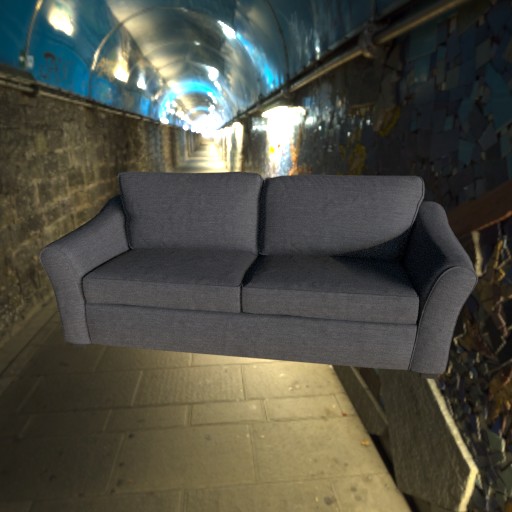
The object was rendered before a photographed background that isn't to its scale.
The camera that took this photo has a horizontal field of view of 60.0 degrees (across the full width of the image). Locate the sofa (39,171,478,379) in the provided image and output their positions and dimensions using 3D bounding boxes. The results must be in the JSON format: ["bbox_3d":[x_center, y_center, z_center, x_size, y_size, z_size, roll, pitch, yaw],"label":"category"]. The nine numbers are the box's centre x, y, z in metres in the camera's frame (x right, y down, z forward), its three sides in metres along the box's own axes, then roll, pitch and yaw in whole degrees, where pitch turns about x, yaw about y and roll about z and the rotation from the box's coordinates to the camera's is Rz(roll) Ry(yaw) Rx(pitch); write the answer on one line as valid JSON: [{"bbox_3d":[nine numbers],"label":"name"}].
[{"bbox_3d":[0.000,0.000,2.661,2.270,0.950,0.971,3,16,9],"label":"sofa"}]
